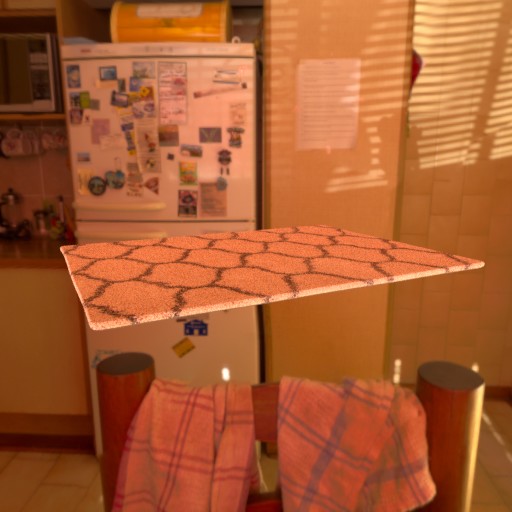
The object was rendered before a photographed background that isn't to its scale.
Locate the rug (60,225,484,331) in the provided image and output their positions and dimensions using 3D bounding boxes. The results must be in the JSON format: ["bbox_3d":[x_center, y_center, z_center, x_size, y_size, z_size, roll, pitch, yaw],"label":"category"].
[{"bbox_3d":[0.000,0.000,2.060,1.600,0.025,1.200,-6,14,-26],"label":"rug"}]
